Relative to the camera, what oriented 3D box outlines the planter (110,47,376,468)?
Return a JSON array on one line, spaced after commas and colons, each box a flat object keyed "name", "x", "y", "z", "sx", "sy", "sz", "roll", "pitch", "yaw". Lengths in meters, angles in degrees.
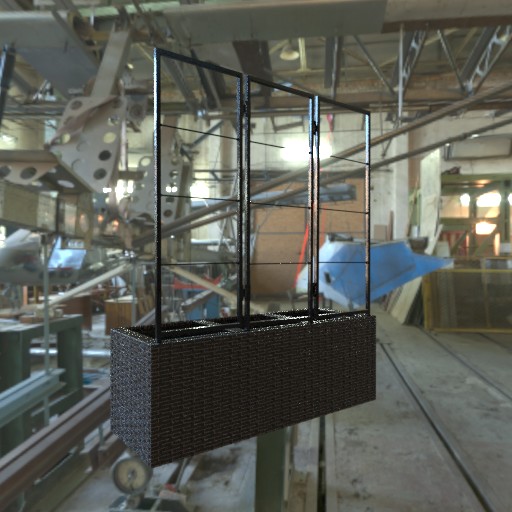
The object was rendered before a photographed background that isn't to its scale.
[{"name": "planter", "x": 0.000, "y": 0.000, "z": 1.178, "sx": 0.699, "sy": 0.841, "sz": 0.244, "roll": 0, "pitch": 0, "yaw": -37}]
